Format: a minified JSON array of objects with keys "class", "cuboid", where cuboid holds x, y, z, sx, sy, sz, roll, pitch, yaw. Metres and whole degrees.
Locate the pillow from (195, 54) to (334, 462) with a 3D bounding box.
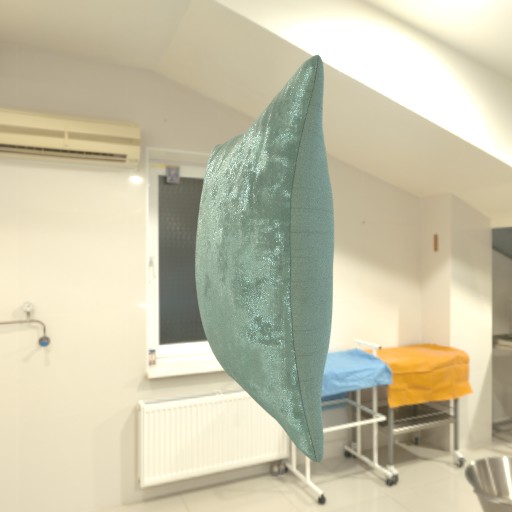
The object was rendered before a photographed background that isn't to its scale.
[{"class":"pillow","cuboid":[0.000,0.000,0.717,0.175,0.464,0.470,0,0,-18]}]
